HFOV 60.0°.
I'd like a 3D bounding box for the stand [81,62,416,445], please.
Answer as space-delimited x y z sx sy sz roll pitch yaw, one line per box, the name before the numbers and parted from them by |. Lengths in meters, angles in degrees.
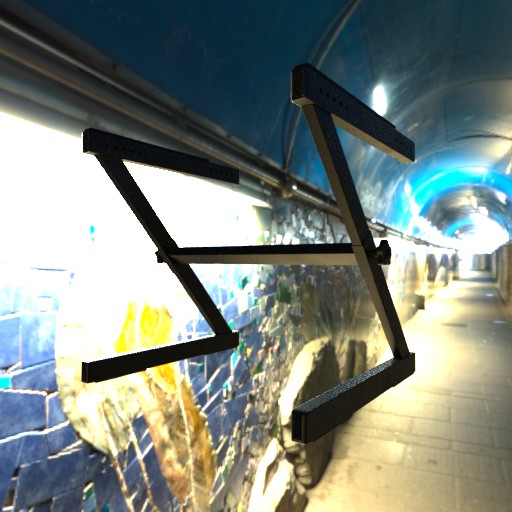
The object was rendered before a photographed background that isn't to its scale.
stand | 0.000 0.000 1.124 0.700 0.617 0.586 0 -1 36
